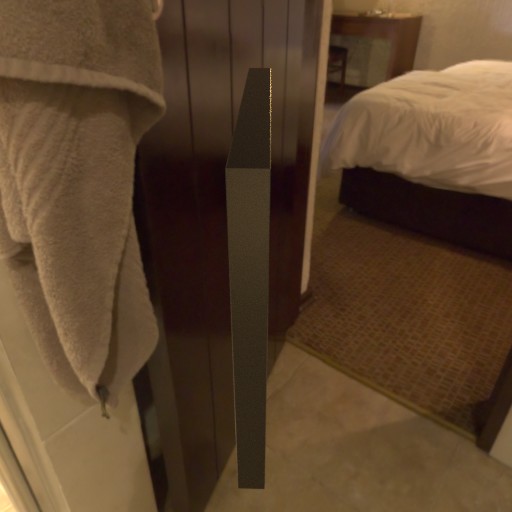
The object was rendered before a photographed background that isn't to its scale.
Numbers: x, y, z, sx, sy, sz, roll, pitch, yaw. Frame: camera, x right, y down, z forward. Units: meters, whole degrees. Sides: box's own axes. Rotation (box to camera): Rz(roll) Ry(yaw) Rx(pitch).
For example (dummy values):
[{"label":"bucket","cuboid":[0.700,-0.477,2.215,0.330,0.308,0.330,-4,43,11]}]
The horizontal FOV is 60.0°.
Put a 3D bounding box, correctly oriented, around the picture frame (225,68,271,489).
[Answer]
[{"label":"picture frame","cuboid":[0.000,0.000,0.520,0.029,0.353,0.355,1,32,1]}]
